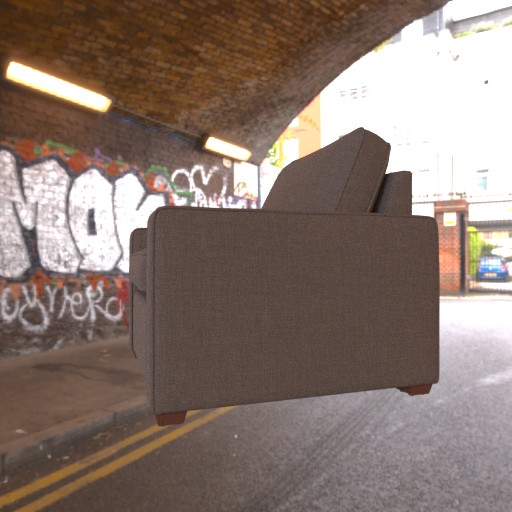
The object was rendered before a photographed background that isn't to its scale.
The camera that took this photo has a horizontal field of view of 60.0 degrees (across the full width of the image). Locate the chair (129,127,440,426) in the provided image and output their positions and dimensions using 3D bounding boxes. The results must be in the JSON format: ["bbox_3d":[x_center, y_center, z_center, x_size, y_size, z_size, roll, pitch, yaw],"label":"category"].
[{"bbox_3d":[0.000,0.000,1.755,0.940,0.919,1.017,0,-1,-19],"label":"chair"}]
